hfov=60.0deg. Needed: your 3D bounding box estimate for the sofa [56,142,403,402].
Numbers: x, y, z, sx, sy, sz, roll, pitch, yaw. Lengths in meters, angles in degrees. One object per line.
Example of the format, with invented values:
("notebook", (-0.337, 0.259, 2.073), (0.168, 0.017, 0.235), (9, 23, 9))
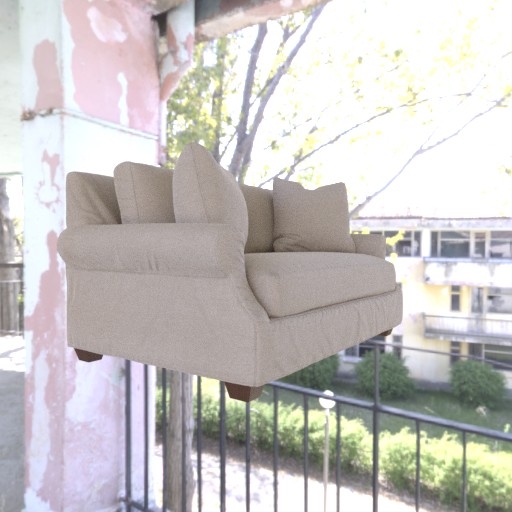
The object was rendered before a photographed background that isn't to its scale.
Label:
("sofa", (0.000, 0.000, 2.218), (1.070, 0.905, 1.550), (1, 1, 35))
